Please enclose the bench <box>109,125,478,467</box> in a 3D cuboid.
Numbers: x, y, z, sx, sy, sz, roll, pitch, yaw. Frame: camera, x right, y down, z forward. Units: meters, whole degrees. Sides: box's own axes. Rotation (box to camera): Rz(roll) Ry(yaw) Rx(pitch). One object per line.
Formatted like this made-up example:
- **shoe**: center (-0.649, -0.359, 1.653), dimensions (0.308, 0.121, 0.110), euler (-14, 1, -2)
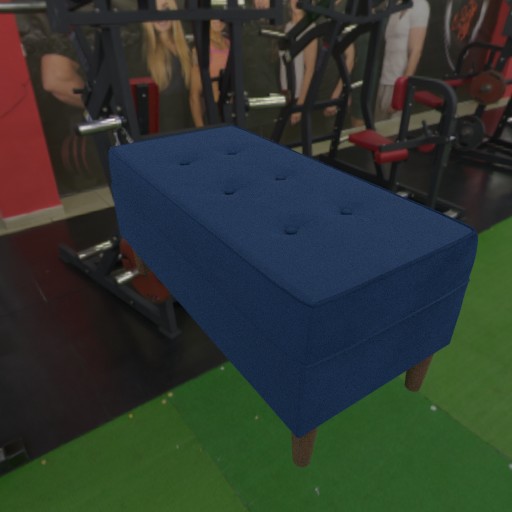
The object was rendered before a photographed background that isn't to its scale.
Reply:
- **bench**: center (0.000, 0.000, 1.275), dimensions (0.489, 0.467, 1.010), euler (-20, 37, -29)
